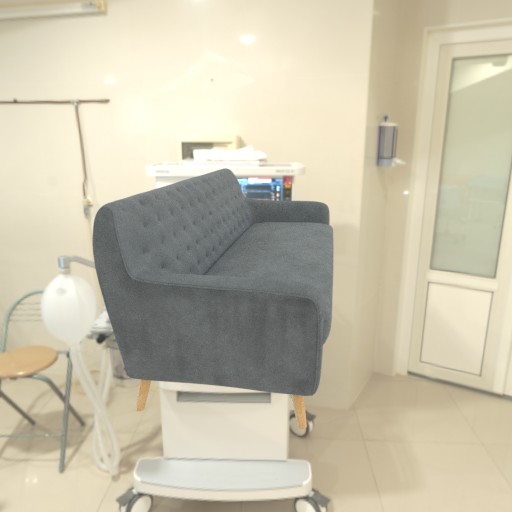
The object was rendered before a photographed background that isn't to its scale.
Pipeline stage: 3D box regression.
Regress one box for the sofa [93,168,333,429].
[{"bbox_3d":[0.000,0.000,2.440,0.841,0.832,1.975,3,15,9],"label":"sofa"}]
